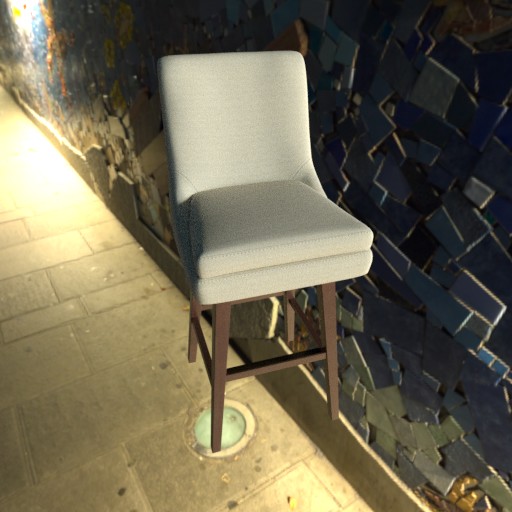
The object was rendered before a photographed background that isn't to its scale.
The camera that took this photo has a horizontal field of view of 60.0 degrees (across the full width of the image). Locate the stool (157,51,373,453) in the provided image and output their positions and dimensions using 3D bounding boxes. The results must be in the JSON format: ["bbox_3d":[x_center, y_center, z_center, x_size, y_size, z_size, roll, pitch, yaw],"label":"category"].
[{"bbox_3d":[0.000,0.000,1.366,0.483,1.093,0.559,-9,32,-15],"label":"stool"}]
